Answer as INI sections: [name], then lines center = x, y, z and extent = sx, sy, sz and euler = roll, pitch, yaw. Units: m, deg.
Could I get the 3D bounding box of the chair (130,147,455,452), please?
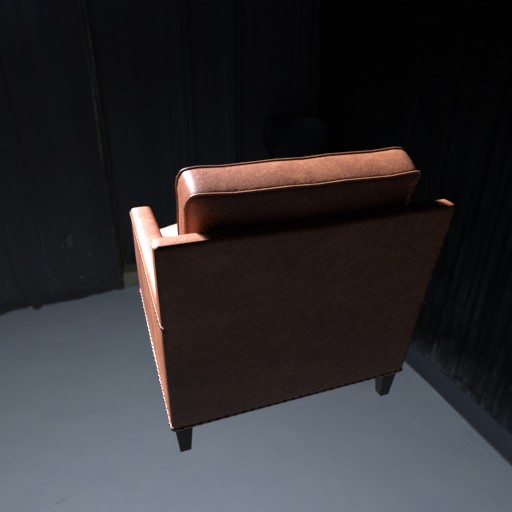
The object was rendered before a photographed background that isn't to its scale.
[chair]
center = 0.000, 0.000, 1.692
extent = 0.853, 0.943, 1.014
euler = -9, 28, -17
